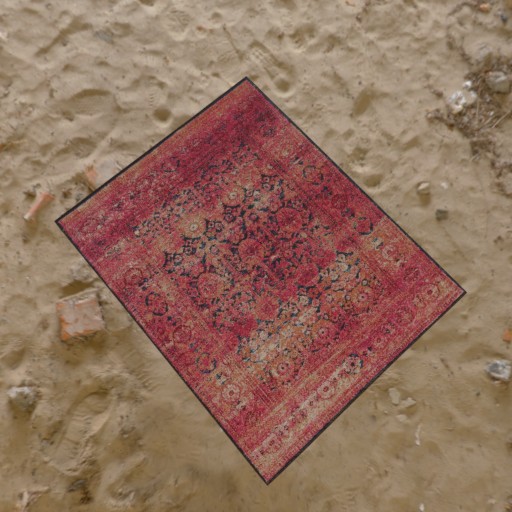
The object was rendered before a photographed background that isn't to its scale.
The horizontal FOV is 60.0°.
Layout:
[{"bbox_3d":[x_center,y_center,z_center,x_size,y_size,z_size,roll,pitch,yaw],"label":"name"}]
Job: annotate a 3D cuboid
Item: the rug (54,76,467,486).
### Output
[{"bbox_3d":[0.000,0.000,4.085,2.411,0.020,3.032,-40,78,-10],"label":"rug"}]
